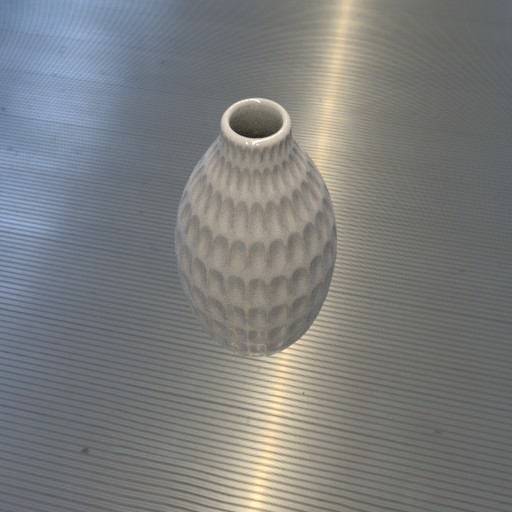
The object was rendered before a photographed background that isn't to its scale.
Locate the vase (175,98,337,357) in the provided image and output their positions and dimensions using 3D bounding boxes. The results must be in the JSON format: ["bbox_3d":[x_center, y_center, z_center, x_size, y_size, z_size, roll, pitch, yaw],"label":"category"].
[{"bbox_3d":[0.000,0.000,0.361,0.127,0.282,0.127,0,58,0],"label":"vase"}]
